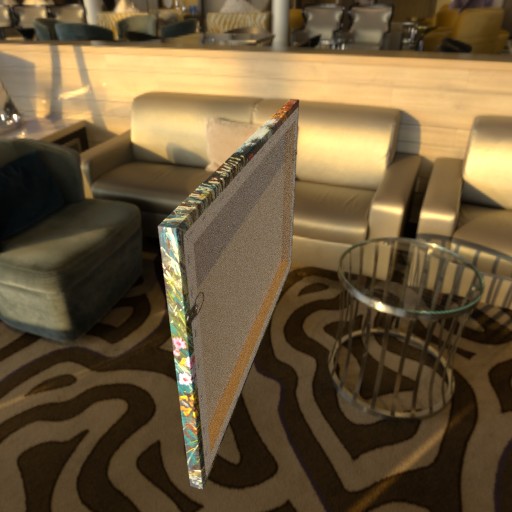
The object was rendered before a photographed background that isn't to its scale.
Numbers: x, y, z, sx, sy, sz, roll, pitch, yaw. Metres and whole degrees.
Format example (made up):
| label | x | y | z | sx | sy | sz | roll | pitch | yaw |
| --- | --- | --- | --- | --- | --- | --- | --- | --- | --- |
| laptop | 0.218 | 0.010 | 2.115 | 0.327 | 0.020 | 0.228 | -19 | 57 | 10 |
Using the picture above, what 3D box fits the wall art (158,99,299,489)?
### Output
| label | x | y | z | sx | sy | sz | roll | pitch | yaw |
| --- | --- | --- | --- | --- | --- | --- | --- | --- | --- |
| wall art | 0.000 | 0.000 | 1.433 | 0.042 | 0.760 | 1.136 | 8 | 31 | 13 |
